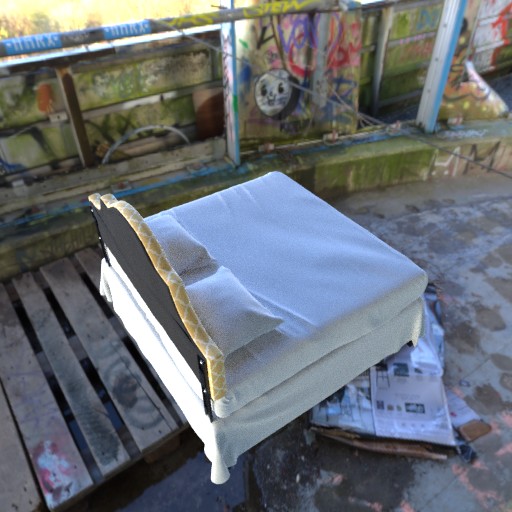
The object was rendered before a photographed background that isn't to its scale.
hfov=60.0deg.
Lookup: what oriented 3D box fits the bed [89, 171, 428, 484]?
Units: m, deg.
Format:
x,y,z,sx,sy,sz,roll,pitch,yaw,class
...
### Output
x,y,z,sx,sy,sz,roll,pitch,yaw,class
0.000,0.000,3.670,2.222,1.601,2.314,-24,46,-26,bed
